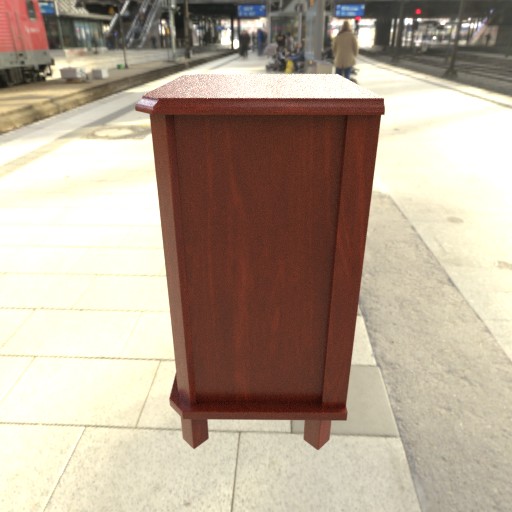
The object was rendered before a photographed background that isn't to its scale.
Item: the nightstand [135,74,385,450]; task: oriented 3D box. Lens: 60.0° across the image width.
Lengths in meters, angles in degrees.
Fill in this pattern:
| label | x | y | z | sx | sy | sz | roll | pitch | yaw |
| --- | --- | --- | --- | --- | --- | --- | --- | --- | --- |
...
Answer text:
| label | x | y | z | sx | sy | sz | roll | pitch | yaw |
| --- | --- | --- | --- | --- | --- | --- | --- | --- | --- |
| nightstand | 0.000 | 0.000 | 0.934 | 0.351 | 0.681 | 0.435 | 0 | 26 | 1 |
